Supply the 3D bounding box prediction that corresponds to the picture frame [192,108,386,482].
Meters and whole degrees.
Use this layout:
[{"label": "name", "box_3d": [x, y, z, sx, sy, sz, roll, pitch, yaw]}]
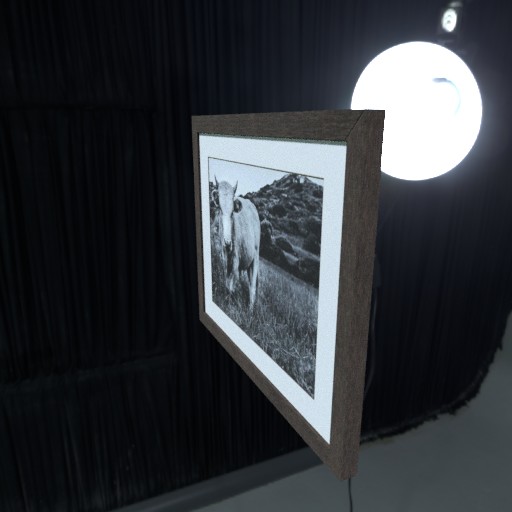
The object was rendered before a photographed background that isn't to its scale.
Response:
[{"label": "picture frame", "box_3d": [0.000, 0.000, 0.744, 0.026, 0.455, 0.546, -8, 18, -25]}]
